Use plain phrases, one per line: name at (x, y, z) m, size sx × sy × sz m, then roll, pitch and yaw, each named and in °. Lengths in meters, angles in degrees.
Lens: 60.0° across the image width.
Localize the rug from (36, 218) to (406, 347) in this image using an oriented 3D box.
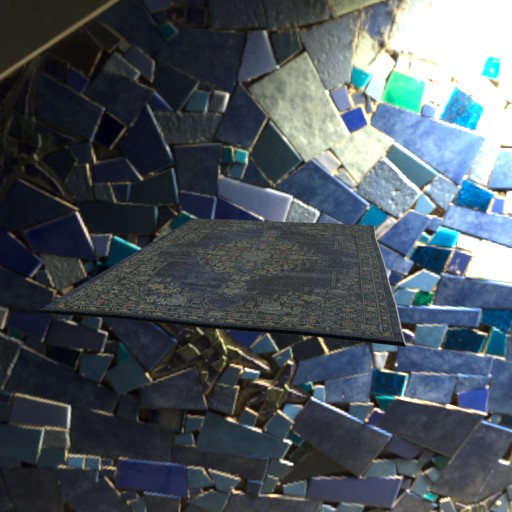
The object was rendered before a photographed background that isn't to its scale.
rug at (0.000, 0.000, 4.813) m, size 2.716 × 0.035 × 3.612 m, roll 3°, pitch 17°, yaw 11°
